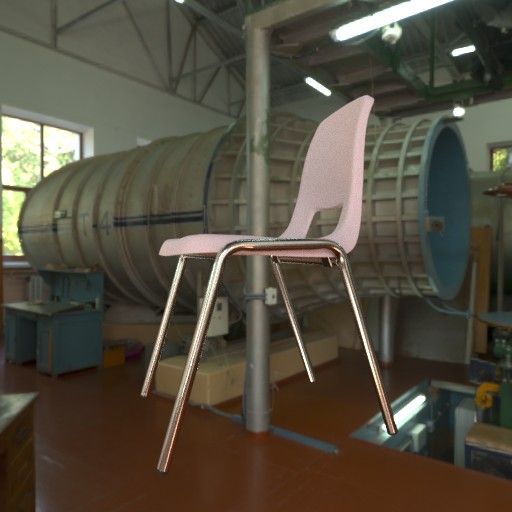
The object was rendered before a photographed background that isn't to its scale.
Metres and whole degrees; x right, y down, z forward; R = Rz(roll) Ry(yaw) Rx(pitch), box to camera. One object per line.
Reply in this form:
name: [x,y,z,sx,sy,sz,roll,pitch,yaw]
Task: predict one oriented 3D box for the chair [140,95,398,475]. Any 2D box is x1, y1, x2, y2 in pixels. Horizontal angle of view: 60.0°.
chair: [0.000,0.000,0.903,0.436,0.653,0.381,0,1,-18]
